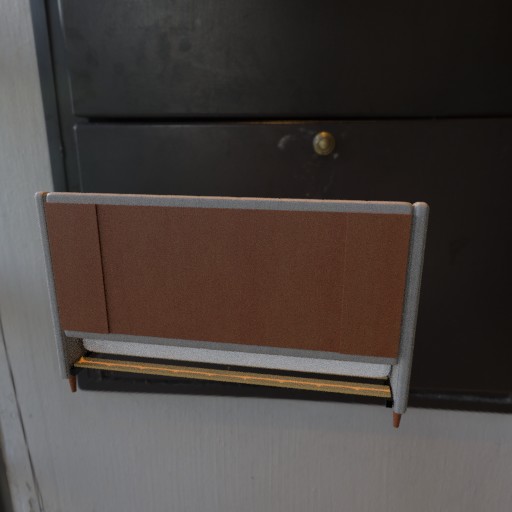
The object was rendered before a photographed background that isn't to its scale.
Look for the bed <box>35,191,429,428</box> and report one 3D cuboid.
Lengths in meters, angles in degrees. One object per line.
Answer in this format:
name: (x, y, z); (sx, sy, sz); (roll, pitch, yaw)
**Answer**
bed: (0.000, 0.000, 3.503); (2.062, 1.289, 2.342); (3, 17, 10)
